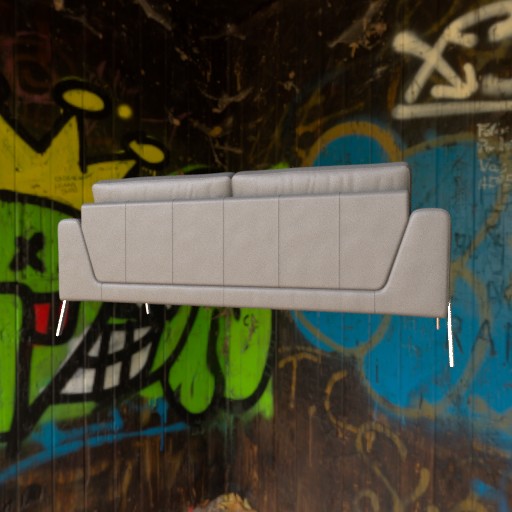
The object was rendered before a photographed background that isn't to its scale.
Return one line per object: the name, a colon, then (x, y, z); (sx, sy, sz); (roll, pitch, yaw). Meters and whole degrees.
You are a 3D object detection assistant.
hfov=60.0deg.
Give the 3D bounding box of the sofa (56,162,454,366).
sofa: (0.000, 0.000, 2.554); (2.017, 0.875, 0.953); (0, 1, 19)
